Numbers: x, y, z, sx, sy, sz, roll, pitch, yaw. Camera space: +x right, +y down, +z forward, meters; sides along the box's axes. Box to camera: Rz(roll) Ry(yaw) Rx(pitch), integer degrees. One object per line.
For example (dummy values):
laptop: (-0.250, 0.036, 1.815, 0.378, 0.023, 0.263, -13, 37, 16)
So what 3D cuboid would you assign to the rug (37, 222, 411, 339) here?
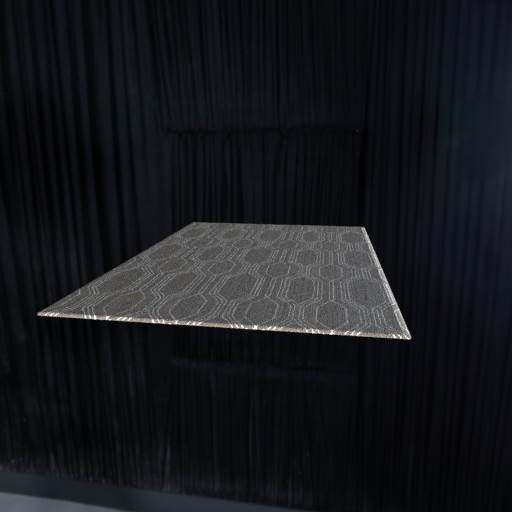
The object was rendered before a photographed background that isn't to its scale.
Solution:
rug: (0.000, 0.000, 2.306, 1.239, 0.012, 1.836, 2, 14, 9)
